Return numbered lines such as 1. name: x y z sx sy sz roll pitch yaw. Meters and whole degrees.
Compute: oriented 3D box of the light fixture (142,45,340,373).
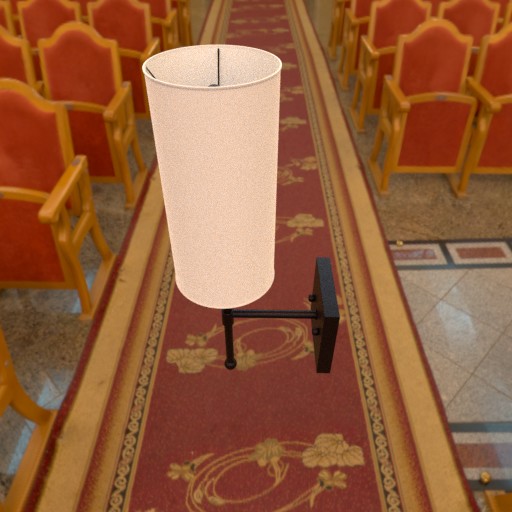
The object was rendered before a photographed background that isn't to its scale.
1. light fixture: 0.000 0.000 0.557 0.208 0.462 0.128 1 40 1
